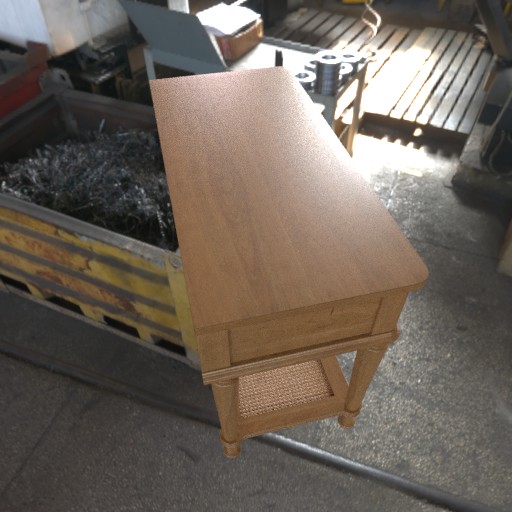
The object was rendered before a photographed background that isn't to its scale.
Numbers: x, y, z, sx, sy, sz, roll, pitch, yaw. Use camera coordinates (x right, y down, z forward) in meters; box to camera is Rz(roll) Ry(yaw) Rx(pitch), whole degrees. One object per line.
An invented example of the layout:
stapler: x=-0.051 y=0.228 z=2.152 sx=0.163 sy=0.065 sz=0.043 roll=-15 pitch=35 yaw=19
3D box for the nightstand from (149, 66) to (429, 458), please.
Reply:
nightstand: x=0.000 y=0.000 z=1.309 sx=0.432 sy=0.700 sz=0.914 roll=-10 pitch=47 yaw=-10
